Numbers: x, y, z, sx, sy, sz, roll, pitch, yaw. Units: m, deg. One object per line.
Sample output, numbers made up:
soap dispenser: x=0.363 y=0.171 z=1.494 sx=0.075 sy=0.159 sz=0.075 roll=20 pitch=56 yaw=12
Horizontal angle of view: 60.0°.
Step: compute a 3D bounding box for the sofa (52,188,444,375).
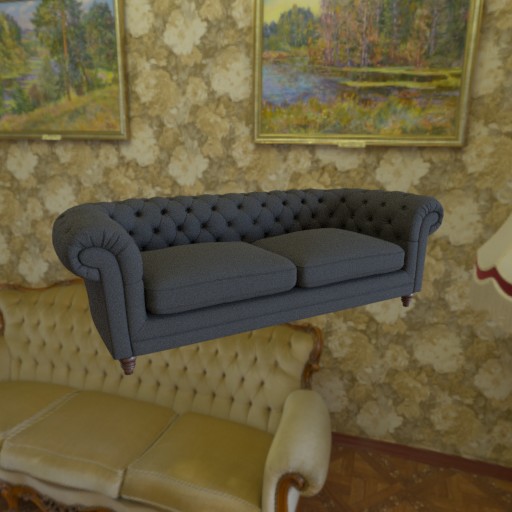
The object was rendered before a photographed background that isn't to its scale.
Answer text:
sofa: x=0.000 y=0.000 z=2.829 sx=2.362 sy=0.762 sz=0.991 roll=-8 pitch=16 yaw=-29
